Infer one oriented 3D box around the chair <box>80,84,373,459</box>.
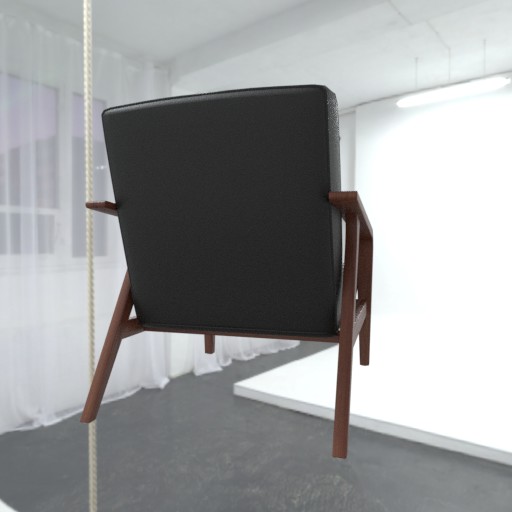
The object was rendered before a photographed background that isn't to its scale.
[{"bbox_3d":[0.000,0.000,1.469,0.719,0.861,0.889,0,1,17],"label":"chair"}]
